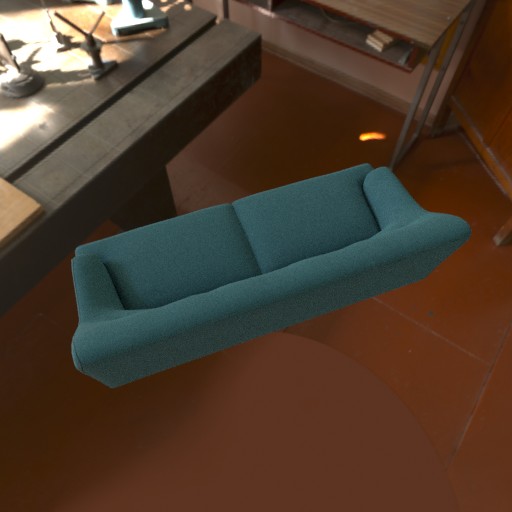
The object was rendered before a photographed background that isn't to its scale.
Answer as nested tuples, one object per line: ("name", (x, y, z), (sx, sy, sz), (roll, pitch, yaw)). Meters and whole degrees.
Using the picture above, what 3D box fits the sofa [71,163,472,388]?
("sofa", (0.000, 0.000, 2.619), (2.057, 0.871, 0.978), (-18, 60, -10))
